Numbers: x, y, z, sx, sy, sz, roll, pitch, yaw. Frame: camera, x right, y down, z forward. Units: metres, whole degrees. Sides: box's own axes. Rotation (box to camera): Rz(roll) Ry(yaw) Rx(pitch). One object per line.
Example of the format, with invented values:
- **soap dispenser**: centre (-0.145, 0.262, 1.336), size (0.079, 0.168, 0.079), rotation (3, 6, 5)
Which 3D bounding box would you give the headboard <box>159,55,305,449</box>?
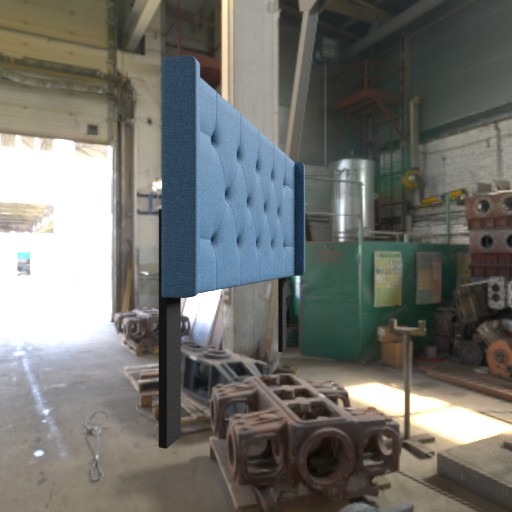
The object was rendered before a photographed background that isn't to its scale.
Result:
- **headboard**: centre (0.000, 0.000, 2.666), size (0.184, 1.524, 2.051), rotation (0, 0, 18)
